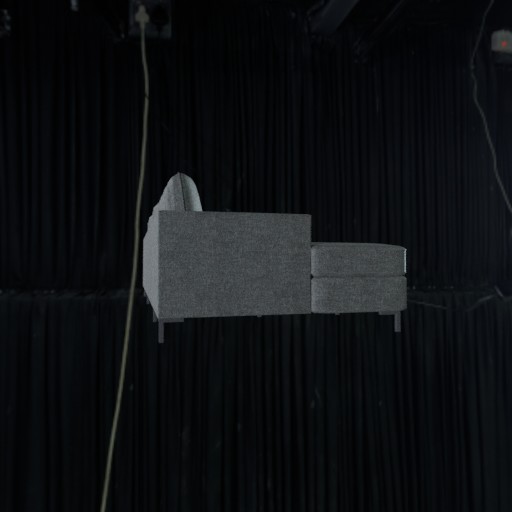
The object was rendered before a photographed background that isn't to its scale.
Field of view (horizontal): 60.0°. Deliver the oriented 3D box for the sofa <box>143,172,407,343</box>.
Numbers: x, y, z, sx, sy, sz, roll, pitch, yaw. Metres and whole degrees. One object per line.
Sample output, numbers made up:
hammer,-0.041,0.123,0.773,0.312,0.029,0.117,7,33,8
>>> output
sofa,0.000,0.000,4.305,2.048,0.999,3.423,0,-1,-16
